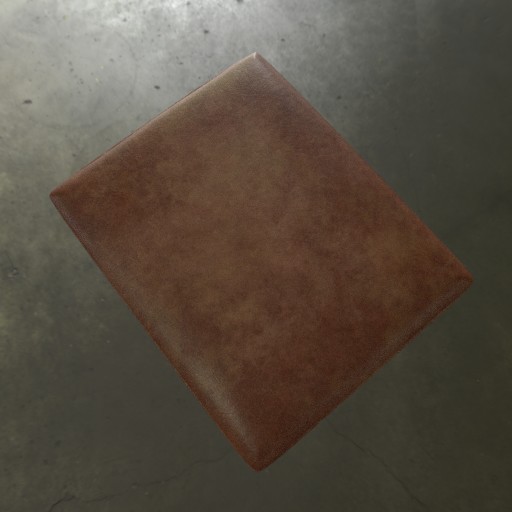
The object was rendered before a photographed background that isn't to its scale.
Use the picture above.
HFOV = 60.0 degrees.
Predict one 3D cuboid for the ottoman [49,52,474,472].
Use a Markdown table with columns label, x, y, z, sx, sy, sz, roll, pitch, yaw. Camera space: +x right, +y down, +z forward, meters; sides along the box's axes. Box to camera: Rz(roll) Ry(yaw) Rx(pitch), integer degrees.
| label | x | y | z | sx | sy | sz | roll | pitch | yaw |
| --- | --- | --- | --- | --- | --- | --- | --- | --- | --- |
| ottoman | 0.000 | 0.000 | 1.775 | 0.965 | 0.667 | 1.186 | -38 | 79 | -9 |
